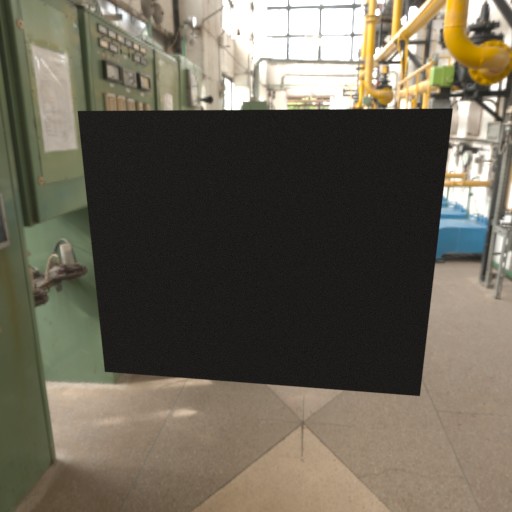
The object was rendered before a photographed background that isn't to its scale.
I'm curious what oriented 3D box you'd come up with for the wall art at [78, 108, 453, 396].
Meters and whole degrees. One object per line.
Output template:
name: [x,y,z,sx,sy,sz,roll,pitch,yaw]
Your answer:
wall art: [0.000,0.000,0.731,0.558,0.457,0.031,2,16,8]
